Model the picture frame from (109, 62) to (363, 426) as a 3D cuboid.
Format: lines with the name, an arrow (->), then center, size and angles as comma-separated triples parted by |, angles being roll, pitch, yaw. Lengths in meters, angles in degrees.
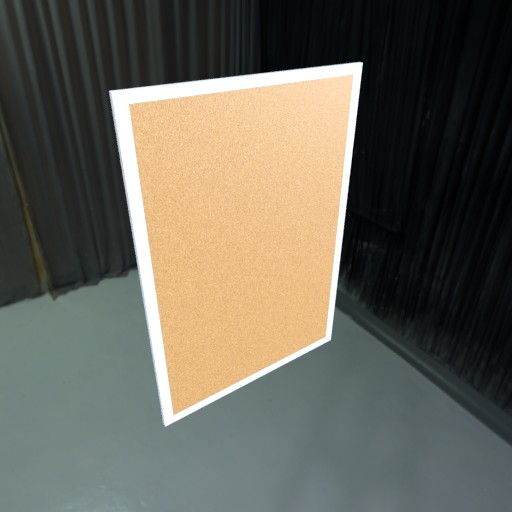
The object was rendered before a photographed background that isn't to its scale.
picture frame -> 0.000, 0.000, 1.226 | 0.659, 0.940, 0.013 | -20, 36, -29
